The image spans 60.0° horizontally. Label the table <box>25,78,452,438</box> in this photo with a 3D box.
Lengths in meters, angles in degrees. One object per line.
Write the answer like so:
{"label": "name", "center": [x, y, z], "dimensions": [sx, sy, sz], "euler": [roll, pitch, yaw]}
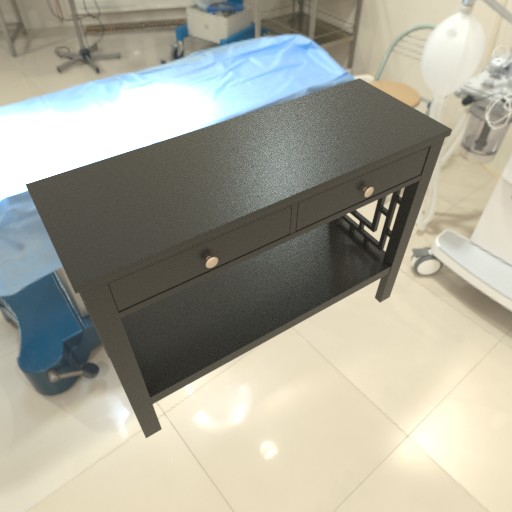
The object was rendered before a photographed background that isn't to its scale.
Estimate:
{"label": "table", "center": [0.000, 0.000, 1.423], "dimensions": [1.068, 0.753, 0.397], "euler": [-25, 51, -22]}
